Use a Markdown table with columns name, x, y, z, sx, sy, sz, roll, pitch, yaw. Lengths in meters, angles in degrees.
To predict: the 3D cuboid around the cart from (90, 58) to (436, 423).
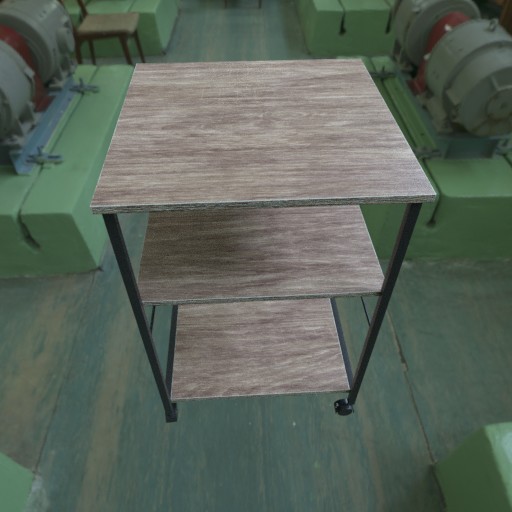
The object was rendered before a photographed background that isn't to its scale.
| name | x | y | z | sx | sy | sz | roll | pitch | yaw |
| --- | --- | --- | --- | --- | --- | --- | --- | --- | --- |
| cart | 0.000 | 0.000 | 1.117 | 0.521 | 0.762 | 0.520 | -2 | 45 | -2 |
